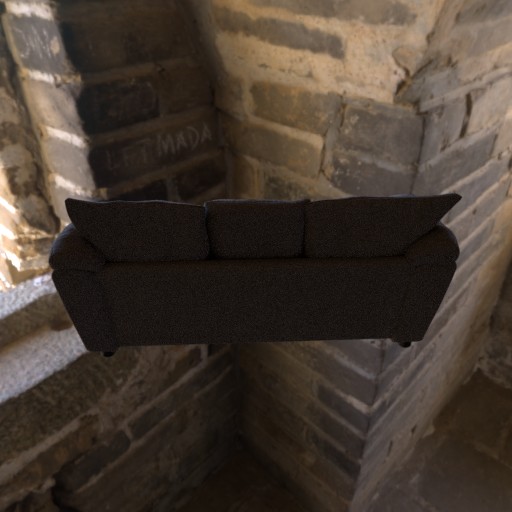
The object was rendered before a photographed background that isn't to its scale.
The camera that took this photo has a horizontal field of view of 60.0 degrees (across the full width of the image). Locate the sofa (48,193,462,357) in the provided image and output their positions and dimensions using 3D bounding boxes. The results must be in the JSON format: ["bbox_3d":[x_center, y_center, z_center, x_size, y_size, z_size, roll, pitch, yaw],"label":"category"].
[{"bbox_3d":[0.000,0.000,2.864,2.336,1.073,0.878,-1,30,-2],"label":"sofa"}]
